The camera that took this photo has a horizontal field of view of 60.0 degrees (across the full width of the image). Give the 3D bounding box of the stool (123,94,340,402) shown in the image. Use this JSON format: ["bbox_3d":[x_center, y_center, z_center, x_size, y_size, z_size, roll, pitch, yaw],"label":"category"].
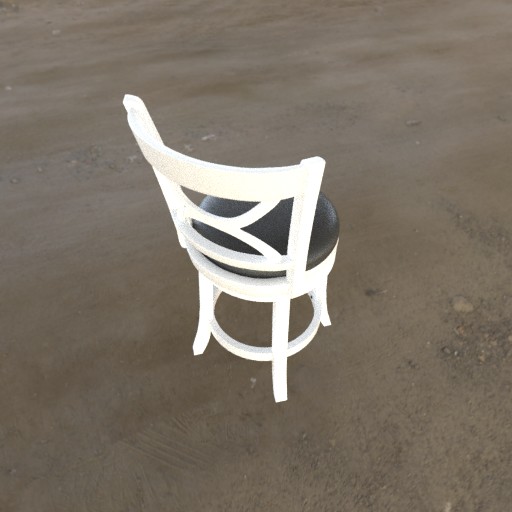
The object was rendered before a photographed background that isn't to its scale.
[{"bbox_3d":[0.000,0.000,1.239,0.444,0.953,0.508,24,51,21],"label":"stool"}]
